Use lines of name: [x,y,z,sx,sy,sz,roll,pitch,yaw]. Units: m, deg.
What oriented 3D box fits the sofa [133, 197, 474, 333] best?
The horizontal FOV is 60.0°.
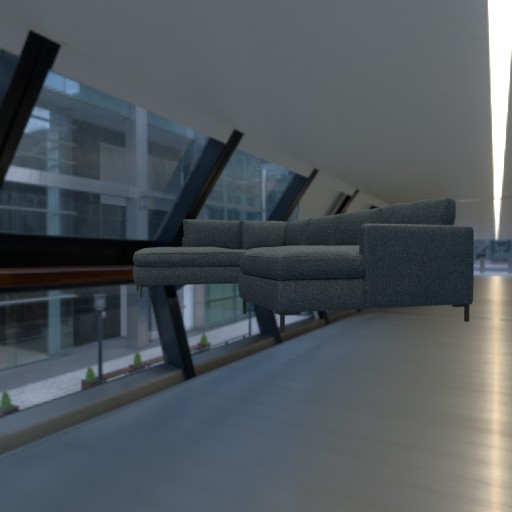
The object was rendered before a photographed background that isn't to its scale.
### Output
sofa: [0.000,0.000,3.616,1.879,0.753,2.737,0,1,-17]
